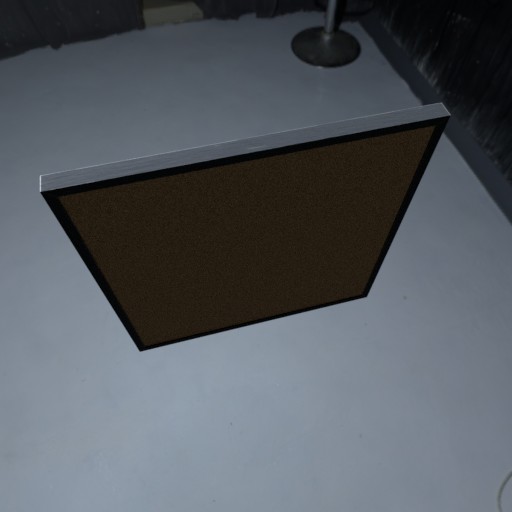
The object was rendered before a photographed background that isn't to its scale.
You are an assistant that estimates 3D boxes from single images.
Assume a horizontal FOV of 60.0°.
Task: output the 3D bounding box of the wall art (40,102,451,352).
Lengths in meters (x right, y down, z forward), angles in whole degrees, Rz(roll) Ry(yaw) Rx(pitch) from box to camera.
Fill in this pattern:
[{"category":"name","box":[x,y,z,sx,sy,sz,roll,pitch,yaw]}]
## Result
[{"category":"wall art","box":[0.000,0.000,1.127,0.761,0.761,0.037,-12,58,-8]}]
